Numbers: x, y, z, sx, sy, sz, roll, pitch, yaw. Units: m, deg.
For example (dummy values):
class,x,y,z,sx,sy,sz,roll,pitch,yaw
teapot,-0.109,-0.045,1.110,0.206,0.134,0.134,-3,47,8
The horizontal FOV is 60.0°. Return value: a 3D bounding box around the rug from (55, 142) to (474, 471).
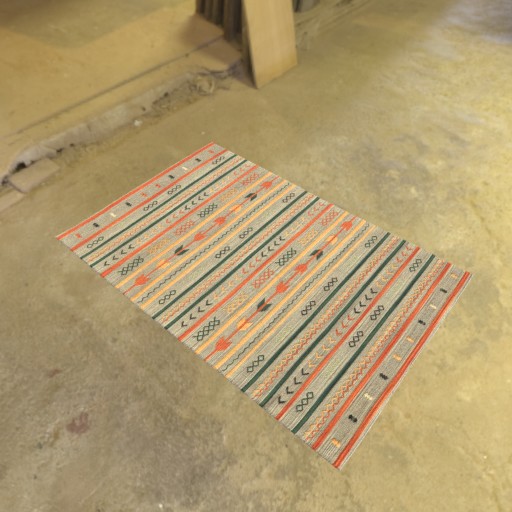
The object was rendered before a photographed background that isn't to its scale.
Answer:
class,x,y,z,sx,sy,sz,roll,pitch,yaw
rug,0.000,0.000,2.311,1.835,0.017,1.220,32,55,26
